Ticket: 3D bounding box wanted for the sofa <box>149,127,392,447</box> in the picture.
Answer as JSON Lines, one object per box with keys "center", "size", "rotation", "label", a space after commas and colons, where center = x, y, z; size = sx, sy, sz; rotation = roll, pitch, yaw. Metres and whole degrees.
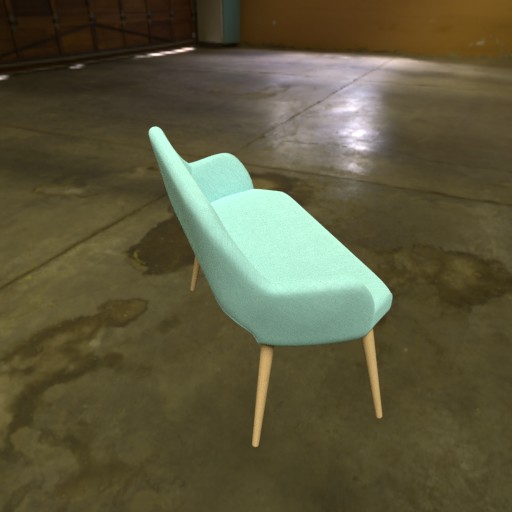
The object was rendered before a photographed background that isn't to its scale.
{"center": [0.000, 0.000, 1.665], "size": [0.610, 0.840, 1.150], "rotation": [-10, 32, -17], "label": "sofa"}
